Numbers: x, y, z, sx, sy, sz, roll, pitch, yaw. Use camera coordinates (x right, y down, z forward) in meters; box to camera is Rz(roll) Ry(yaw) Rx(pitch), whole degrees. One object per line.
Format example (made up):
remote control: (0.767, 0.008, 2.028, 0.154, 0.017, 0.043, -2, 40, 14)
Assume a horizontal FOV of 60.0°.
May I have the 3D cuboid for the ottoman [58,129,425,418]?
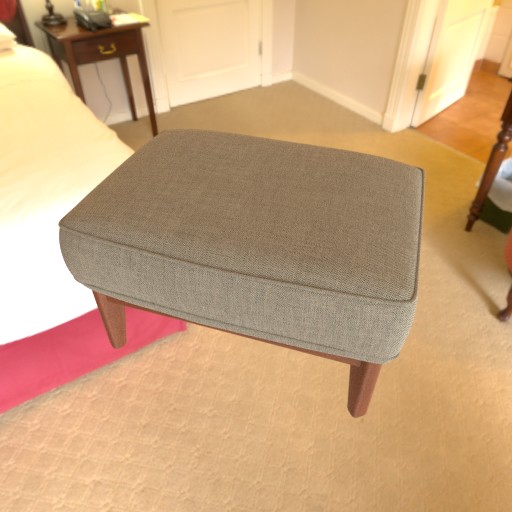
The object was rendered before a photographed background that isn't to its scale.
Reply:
ottoman: (0.000, 0.000, 1.129, 0.750, 0.458, 0.555, 12, 43, 13)
